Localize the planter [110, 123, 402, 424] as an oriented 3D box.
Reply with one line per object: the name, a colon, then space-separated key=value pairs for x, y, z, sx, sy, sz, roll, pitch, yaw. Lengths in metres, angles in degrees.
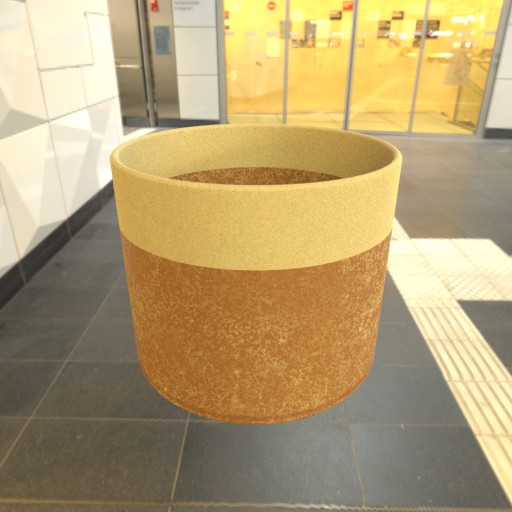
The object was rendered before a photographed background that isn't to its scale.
planter: x=0.000 y=0.000 z=0.280 sx=0.159 sy=0.138 sz=0.159 roll=0 pitch=26 yaw=0
